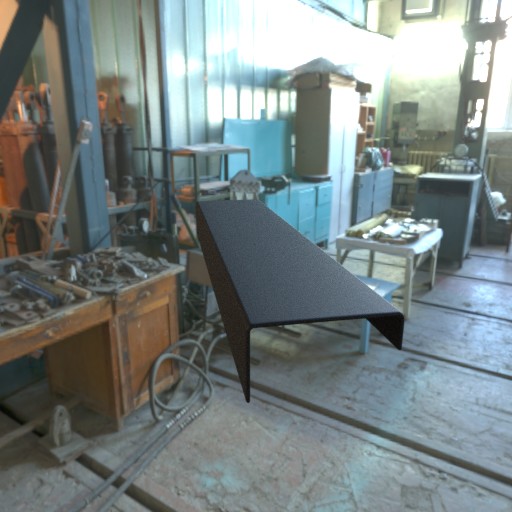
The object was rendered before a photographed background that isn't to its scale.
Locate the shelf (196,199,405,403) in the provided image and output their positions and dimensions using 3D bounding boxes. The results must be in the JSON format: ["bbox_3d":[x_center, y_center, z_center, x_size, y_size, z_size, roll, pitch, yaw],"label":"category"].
[{"bbox_3d":[0.000,0.000,0.488,0.102,0.053,0.456,-3,17,-11],"label":"shelf"}]
